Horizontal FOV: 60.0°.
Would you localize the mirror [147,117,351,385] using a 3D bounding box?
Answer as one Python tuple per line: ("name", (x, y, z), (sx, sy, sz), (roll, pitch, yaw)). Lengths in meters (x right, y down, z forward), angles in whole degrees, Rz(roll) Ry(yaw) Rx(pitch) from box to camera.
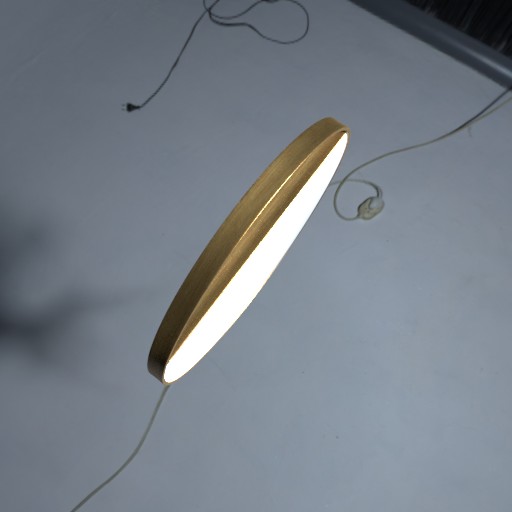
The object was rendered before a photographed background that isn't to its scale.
("mirror", (0.000, 0.000, 0.842), (0.032, 0.565, 0.565), (36, 78, 9))
